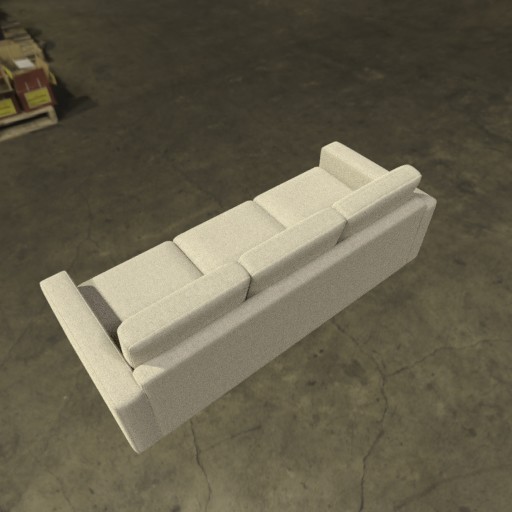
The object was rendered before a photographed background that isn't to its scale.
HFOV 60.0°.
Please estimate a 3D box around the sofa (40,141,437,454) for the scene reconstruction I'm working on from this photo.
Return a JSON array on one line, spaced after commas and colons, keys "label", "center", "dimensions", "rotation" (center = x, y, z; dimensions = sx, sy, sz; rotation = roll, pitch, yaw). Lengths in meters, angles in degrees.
[{"label": "sofa", "center": [0.000, 0.000, 2.597], "dimensions": [2.160, 0.800, 0.900], "rotation": [-30, 53, -25]}]
